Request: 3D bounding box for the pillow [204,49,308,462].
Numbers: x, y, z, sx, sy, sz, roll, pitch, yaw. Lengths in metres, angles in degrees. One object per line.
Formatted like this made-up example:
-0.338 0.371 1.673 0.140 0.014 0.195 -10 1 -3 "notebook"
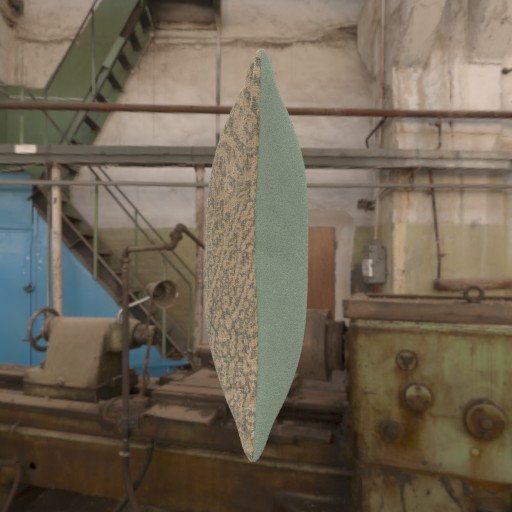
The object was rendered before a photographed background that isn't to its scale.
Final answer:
0.000 0.000 0.802 0.166 0.507 0.526 0 0 0 "pillow"
